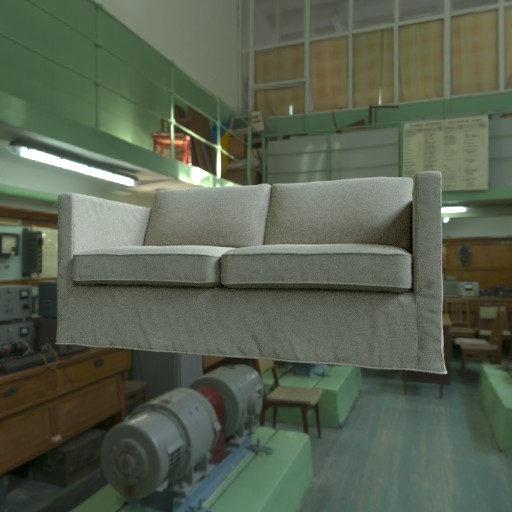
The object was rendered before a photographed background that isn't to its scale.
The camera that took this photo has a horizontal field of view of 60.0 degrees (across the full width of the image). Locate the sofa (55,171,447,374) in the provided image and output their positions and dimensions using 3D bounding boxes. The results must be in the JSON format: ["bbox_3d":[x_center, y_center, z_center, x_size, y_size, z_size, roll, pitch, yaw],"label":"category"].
[{"bbox_3d":[0.000,0.000,2.243,1.719,0.835,0.962,0,0,19],"label":"sofa"}]
